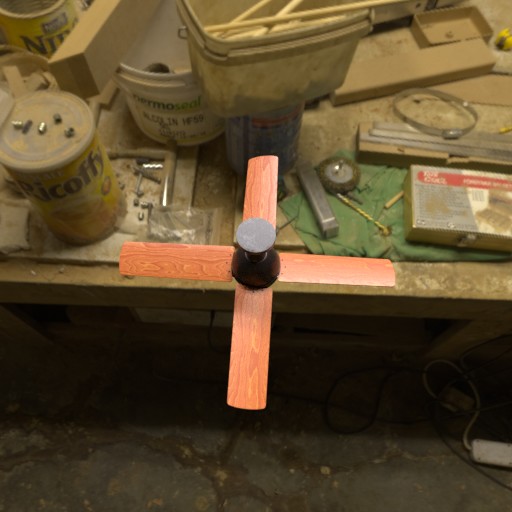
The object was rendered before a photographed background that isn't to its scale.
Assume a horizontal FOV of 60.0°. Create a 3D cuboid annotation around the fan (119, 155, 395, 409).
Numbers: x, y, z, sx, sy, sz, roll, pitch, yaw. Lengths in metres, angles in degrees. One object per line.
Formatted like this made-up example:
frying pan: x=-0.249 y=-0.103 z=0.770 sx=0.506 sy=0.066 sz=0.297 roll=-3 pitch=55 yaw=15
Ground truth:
fan: x=0.000 y=0.000 z=2.058 sx=1.332 sy=0.403 sz=1.332 roll=3 pitch=63 yaw=2
